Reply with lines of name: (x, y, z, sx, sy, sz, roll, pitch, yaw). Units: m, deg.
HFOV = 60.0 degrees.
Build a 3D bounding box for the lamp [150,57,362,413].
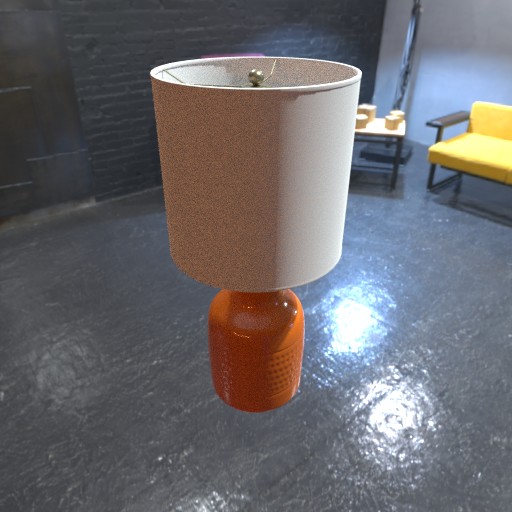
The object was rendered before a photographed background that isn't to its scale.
lamp: (0.000, 0.000, 1.114, 0.418, 0.871, 0.418, -22, 37, -32)
